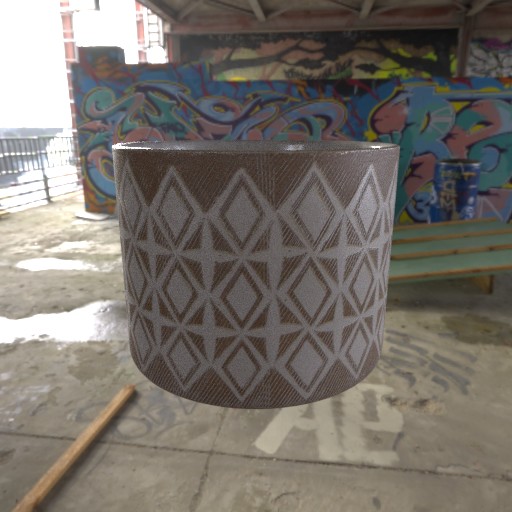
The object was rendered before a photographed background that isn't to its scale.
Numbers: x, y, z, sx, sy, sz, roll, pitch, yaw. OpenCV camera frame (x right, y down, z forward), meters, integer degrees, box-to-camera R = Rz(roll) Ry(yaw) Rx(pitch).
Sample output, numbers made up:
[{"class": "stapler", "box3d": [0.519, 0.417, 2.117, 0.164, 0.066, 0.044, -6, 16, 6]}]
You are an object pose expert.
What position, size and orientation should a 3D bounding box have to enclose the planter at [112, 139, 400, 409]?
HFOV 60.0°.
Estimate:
[{"class": "planter", "box3d": [0.000, 0.000, 0.334, 0.193, 0.165, 0.193, 0, 16, 0]}]
